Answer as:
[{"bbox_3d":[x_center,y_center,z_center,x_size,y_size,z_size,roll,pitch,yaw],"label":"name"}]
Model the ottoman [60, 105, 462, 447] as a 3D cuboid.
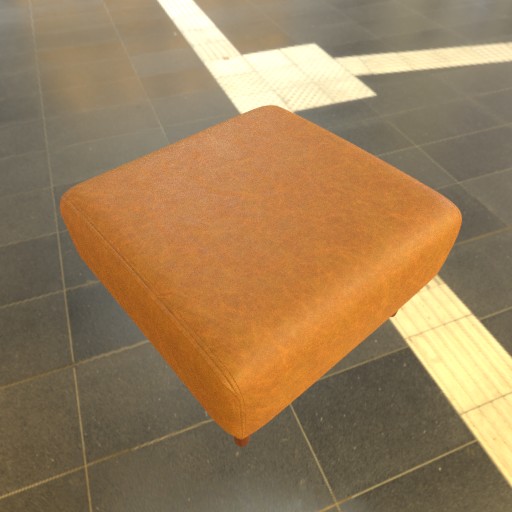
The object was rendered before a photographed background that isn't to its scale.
[{"bbox_3d":[0.000,0.000,1.066,0.650,0.399,0.650,-32,54,-27],"label":"ottoman"}]
